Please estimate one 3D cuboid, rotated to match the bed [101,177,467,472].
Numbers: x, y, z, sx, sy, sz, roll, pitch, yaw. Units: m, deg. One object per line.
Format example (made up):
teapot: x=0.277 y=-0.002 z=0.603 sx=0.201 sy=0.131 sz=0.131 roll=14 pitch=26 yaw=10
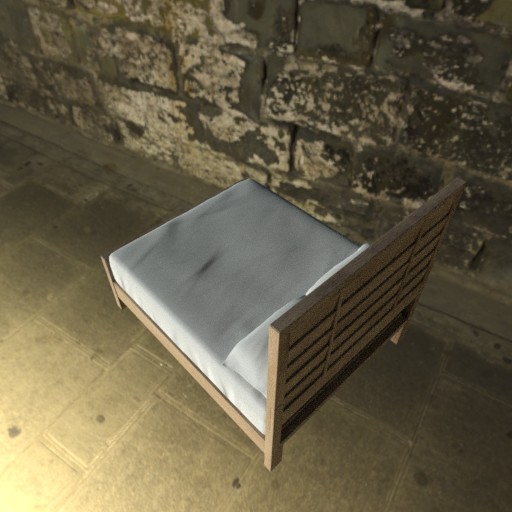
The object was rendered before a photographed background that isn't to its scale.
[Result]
bed: x=0.000 y=0.000 z=3.380 sx=1.615 sy=1.631 sz=2.017 roll=-34 pitch=54 yaw=-29
